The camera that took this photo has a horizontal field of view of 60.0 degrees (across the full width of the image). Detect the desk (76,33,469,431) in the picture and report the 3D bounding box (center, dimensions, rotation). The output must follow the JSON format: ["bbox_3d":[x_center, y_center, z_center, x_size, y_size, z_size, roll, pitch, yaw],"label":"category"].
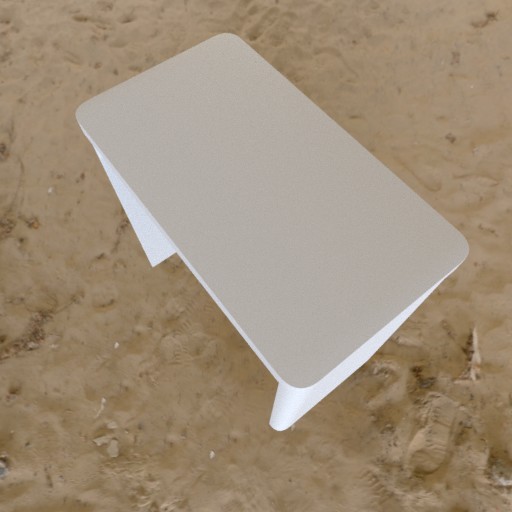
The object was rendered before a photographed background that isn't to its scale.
[{"bbox_3d":[0.000,0.000,1.251,0.446,0.760,0.790,-35,68,-16],"label":"desk"}]
